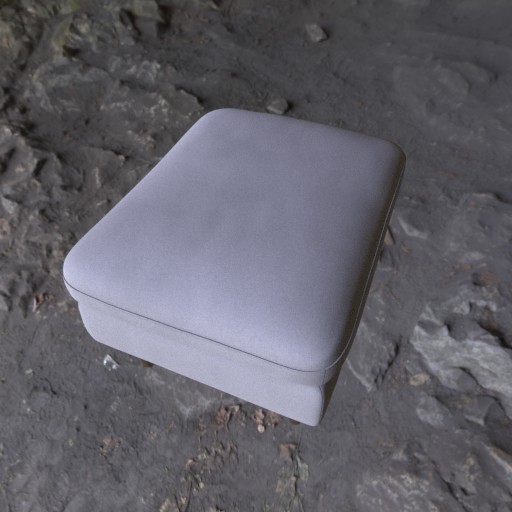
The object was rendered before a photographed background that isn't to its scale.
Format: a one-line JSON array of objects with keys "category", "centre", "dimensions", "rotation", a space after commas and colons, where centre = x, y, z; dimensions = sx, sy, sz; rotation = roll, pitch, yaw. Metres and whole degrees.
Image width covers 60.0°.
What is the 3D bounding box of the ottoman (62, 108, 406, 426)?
[{"category": "ottoman", "centre": [0.000, 0.000, 1.143], "dimensions": [0.593, 0.478, 0.747], "rotation": [16, 48, 15]}]
